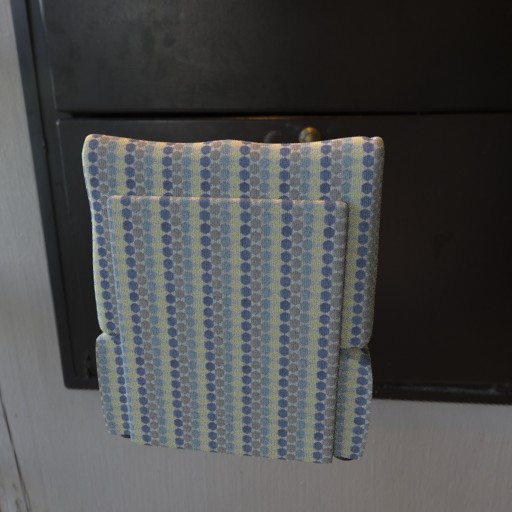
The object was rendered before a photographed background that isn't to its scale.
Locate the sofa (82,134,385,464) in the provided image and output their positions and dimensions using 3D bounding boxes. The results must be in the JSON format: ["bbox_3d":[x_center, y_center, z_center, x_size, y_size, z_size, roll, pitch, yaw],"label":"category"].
[{"bbox_3d":[0.000,0.000,1.502,0.700,0.820,1.000,2,17,8],"label":"sofa"}]
